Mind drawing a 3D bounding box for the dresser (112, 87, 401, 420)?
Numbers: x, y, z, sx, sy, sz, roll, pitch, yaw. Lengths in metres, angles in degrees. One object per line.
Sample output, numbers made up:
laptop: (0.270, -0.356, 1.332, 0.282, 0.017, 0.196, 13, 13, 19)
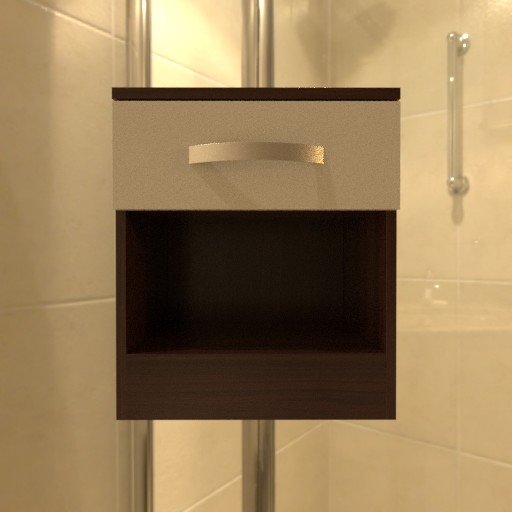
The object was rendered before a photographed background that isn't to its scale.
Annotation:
dresser: (0.000, 0.000, 0.769, 0.400, 0.470, 0.360, 0, 1, 0)
